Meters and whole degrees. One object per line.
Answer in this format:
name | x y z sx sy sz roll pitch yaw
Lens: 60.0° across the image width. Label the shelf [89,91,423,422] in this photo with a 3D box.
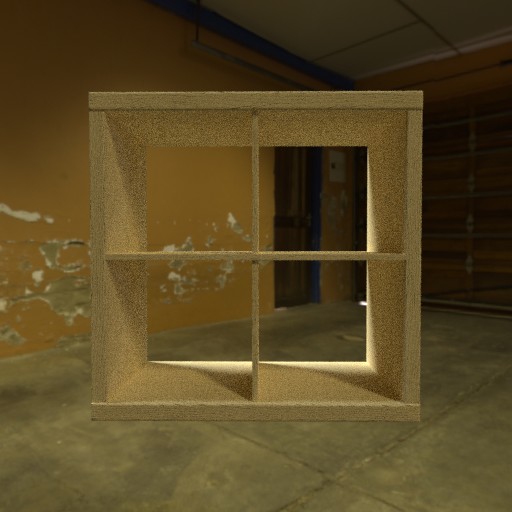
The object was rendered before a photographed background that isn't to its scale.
shelf | 0.000 0.000 1.251 0.790 0.786 0.390 0 1 1
